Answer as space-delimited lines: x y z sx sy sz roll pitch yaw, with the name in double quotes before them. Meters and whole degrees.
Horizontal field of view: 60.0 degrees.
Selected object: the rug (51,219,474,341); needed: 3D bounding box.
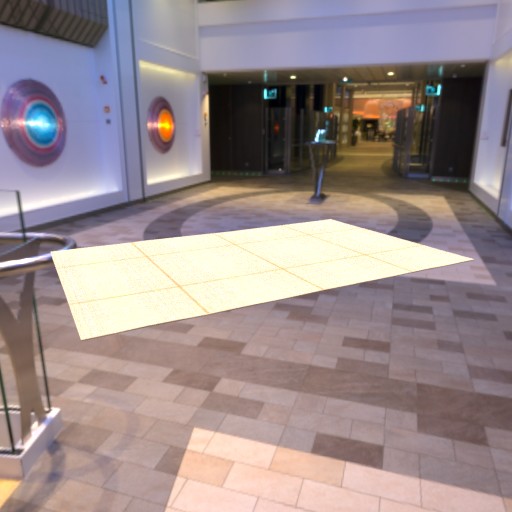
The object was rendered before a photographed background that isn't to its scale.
"rug" 0.000 0.000 3.007 2.442 0.016 1.527 -8 18 -27
